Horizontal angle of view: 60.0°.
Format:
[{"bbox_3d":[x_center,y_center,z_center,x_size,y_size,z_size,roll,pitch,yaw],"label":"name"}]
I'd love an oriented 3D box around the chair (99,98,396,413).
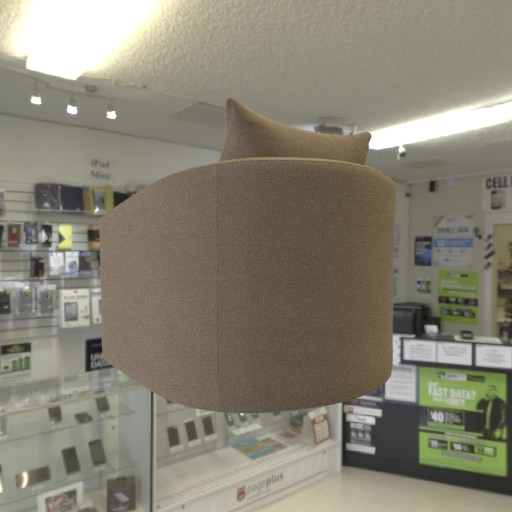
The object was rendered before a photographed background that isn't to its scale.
[{"bbox_3d":[0.000,0.000,1.555,0.845,0.848,0.910,0,1,-35],"label":"chair"}]
